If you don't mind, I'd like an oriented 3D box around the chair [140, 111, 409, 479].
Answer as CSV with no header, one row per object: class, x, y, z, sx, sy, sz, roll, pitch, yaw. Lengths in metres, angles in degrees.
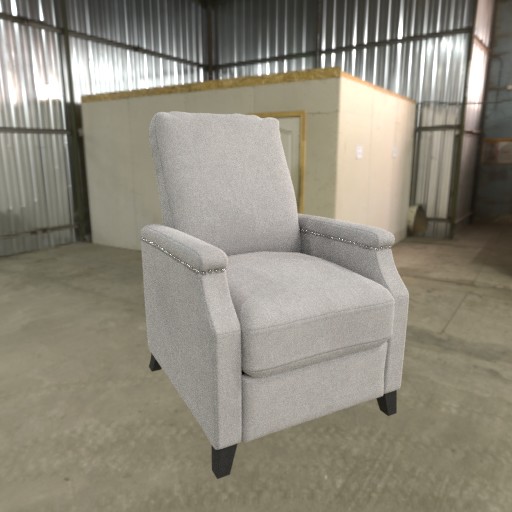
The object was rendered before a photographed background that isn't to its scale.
chair,0.000,0.000,1.644,0.710,1.049,0.922,-7,16,-27
